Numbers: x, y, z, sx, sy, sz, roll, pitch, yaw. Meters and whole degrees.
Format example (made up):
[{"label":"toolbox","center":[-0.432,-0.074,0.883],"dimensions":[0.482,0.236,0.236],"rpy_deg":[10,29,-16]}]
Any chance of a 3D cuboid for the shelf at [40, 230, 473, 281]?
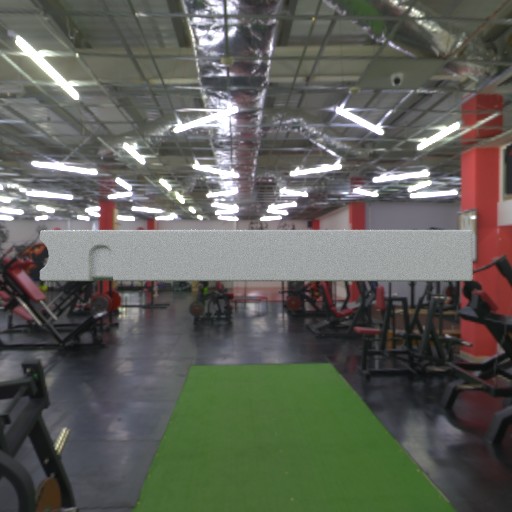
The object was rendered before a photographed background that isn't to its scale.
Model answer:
[{"label":"shelf","center":[0.000,0.000,0.448],"dimensions":[0.296,0.035,0.296],"rpy_deg":[0,0,0]}]
